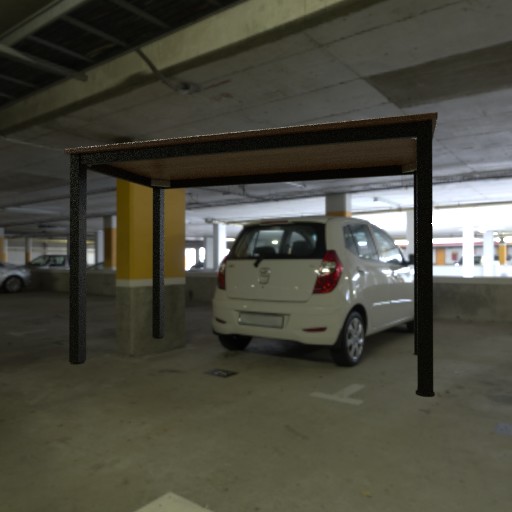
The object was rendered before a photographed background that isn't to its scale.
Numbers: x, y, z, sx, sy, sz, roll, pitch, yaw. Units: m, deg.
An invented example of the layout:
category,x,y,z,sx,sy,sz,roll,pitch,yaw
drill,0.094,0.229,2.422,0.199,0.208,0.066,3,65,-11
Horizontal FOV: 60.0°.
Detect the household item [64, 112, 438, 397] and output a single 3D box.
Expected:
category,x,y,z,sx,sy,sz,roll,pitch,yaw
household item,0.000,0.000,1.625,1.200,0.750,0.600,0,-1,19
